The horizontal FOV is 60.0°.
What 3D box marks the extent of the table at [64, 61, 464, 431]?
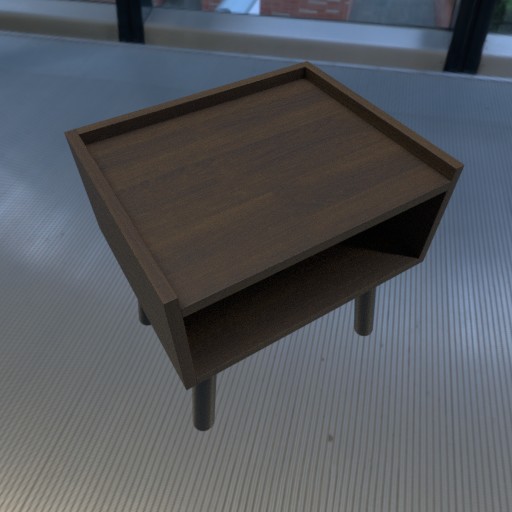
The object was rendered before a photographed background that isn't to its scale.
[{"bbox_3d":[0.000,0.000,0.815,0.450,0.470,0.370,-25,53,-20],"label":"table"}]
